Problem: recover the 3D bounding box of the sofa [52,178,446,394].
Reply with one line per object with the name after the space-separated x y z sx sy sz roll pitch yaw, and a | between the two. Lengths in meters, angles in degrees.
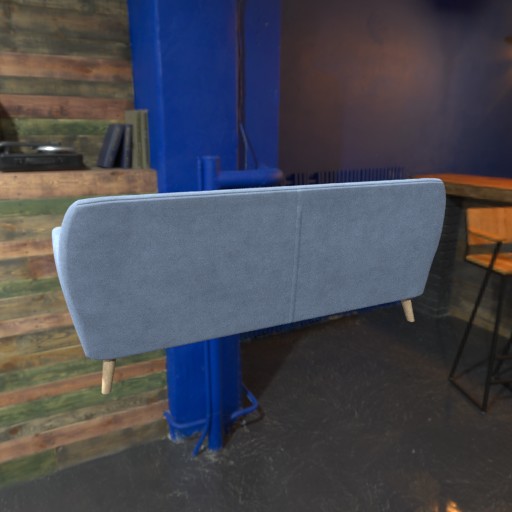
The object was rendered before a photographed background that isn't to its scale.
0.000 0.000 2.391 1.970 0.830 0.830 -7 17 -25 | sofa
